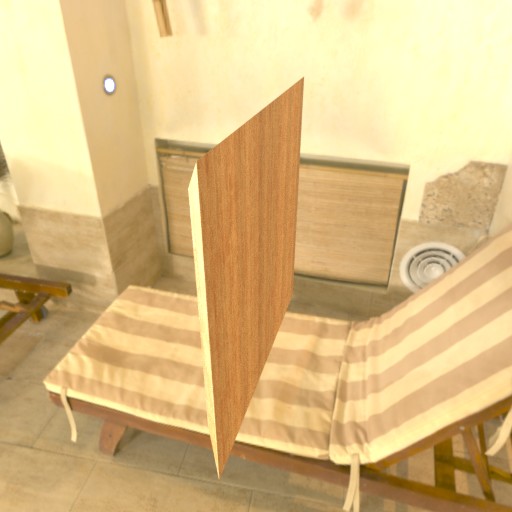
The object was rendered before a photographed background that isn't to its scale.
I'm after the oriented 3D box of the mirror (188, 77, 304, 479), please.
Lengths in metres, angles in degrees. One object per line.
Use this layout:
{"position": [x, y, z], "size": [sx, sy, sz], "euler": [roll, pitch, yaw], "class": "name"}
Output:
{"position": [0.000, 0.000, 0.981], "size": [0.047, 0.651, 0.651], "euler": [9, 32, 14], "class": "mirror"}
